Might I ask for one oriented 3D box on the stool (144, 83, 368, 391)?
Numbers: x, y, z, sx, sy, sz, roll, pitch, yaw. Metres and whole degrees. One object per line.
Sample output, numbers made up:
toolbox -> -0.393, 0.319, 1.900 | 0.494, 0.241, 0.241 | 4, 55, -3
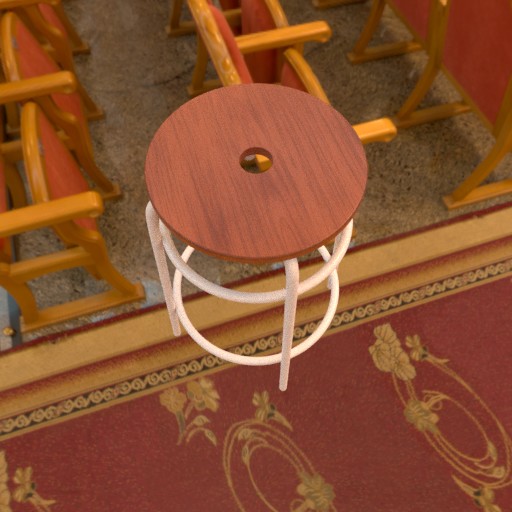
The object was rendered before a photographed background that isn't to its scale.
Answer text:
stool -> 0.000, 0.000, 0.934 | 0.455, 0.610, 0.455 | -16, 63, -8
